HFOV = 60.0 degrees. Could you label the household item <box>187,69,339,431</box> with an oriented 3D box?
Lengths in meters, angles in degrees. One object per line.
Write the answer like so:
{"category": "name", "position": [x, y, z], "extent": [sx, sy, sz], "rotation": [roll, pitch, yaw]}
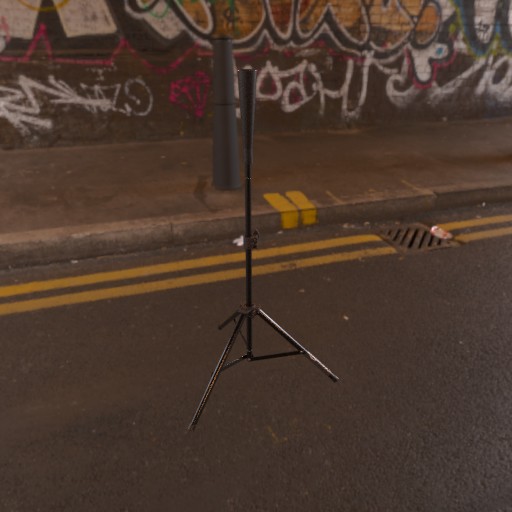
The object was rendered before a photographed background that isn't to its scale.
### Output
{"category": "household item", "position": [0.000, 0.000, 1.384], "extent": [0.559, 1.067, 0.559], "rotation": [10, 29, 18]}
